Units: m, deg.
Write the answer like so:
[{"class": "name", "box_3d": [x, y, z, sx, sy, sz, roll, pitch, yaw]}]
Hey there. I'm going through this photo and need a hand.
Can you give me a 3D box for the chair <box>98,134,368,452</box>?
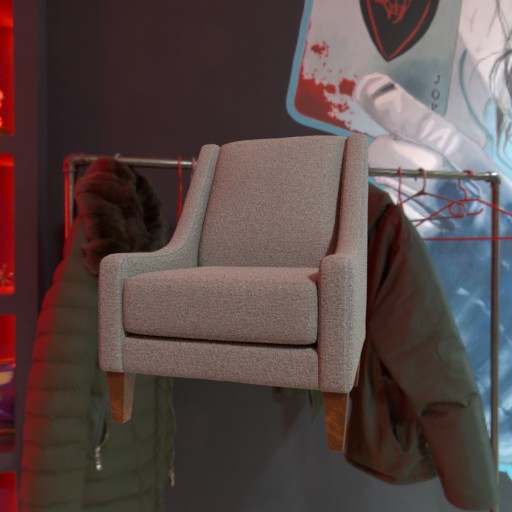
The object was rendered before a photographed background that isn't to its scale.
[{"class": "chair", "box_3d": [0.000, 0.000, 1.618, 0.774, 1.016, 0.870, 0, 1, 17]}]
